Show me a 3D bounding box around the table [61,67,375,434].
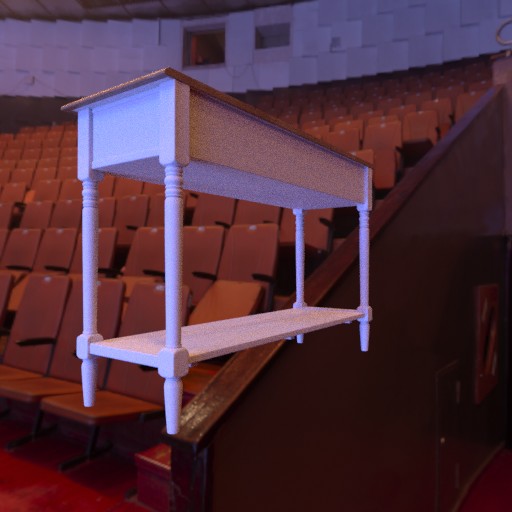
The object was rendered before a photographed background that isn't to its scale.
[{"bbox_3d":[0.000,0.000,1.549,0.399,0.800,1.219,0,-1,36],"label":"table"}]
